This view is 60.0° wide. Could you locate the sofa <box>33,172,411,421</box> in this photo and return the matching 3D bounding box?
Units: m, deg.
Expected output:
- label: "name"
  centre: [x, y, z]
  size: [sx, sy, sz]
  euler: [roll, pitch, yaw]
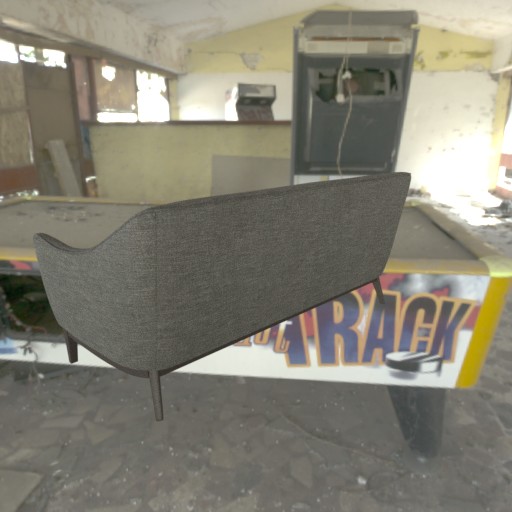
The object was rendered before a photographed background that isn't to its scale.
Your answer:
- label: "sofa"
  centre: [0.000, 0.000, 2.332]
  size: [0.867, 0.829, 1.928]
  euler: [15, 22, 43]
